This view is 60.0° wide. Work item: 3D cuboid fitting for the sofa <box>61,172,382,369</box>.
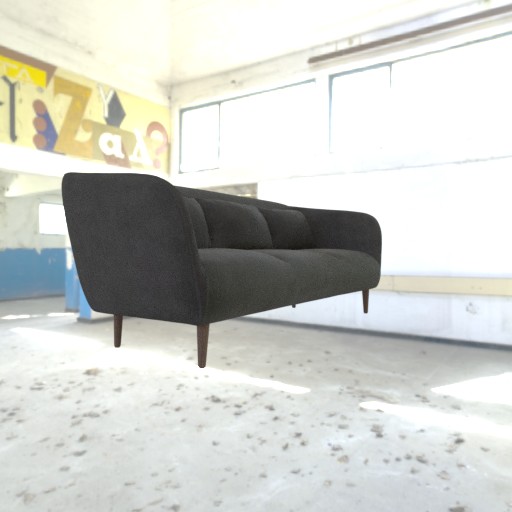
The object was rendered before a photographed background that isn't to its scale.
[{"bbox_3d":[0.000,0.000,2.749,0.956,0.875,2.296,1,1,35],"label":"sofa"}]
